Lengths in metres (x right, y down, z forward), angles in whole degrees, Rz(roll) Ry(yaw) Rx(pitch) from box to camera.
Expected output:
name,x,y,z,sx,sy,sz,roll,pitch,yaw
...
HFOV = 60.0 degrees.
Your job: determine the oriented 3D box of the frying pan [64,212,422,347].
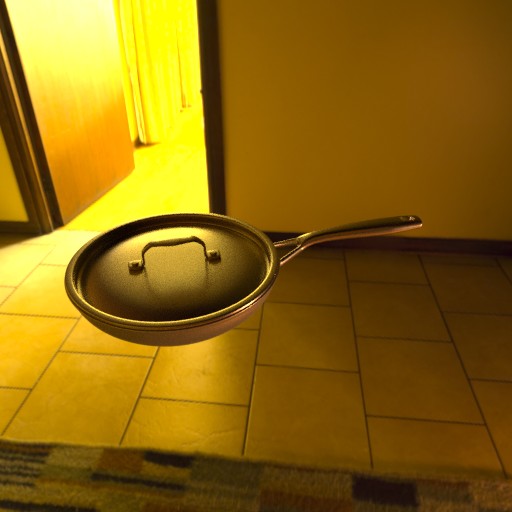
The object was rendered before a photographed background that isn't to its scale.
name,x,y,z,sx,sy,sz,roll,pitch,yaw
frying pan,0.000,0.000,0.606,0.490,0.086,0.272,-8,33,-12
